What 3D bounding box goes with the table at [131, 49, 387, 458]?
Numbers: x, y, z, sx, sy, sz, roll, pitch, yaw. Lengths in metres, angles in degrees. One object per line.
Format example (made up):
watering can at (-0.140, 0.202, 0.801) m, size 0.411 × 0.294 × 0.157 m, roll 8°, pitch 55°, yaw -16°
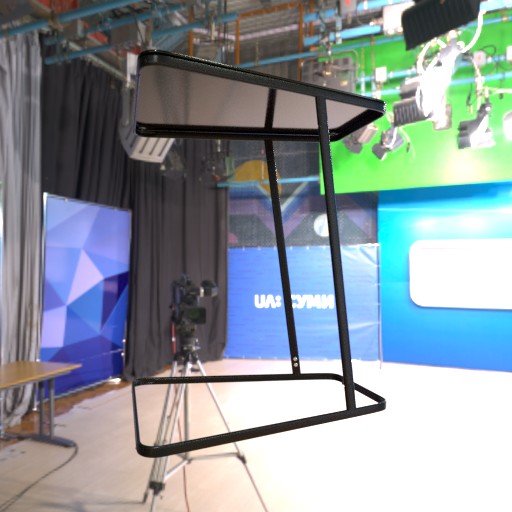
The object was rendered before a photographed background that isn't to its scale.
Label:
table at (0.000, 0.000, 0.939) m, size 0.500 × 0.624 × 0.427 m, roll 0°, pitch -1°, yaw -17°
